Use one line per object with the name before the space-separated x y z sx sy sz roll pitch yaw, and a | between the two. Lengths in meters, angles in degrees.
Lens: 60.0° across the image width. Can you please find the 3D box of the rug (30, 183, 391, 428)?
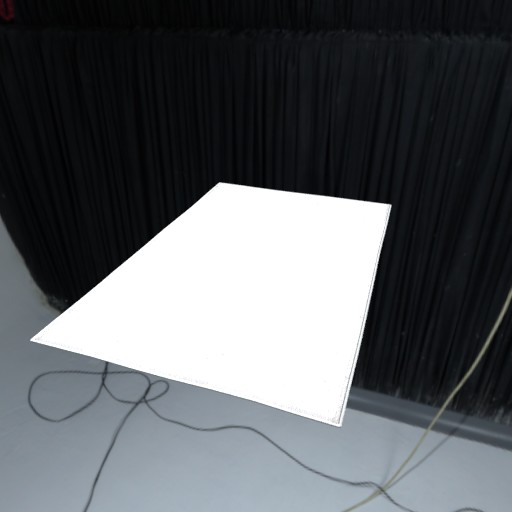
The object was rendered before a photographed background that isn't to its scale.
rug | 0.000 0.000 3.440 1.819 0.018 2.746 10 31 17
